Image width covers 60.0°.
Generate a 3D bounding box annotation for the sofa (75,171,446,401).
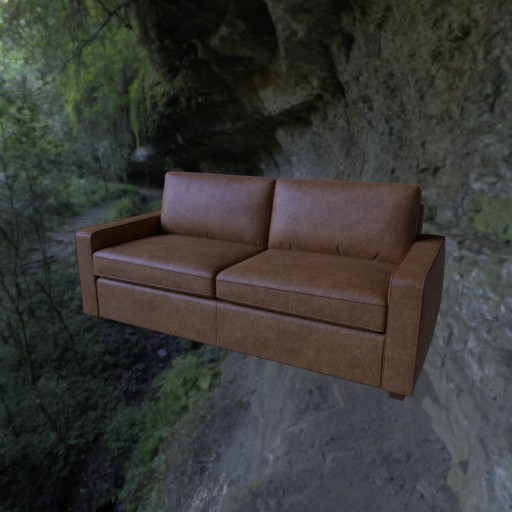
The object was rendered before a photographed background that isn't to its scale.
[{"bbox_3d":[0.000,0.000,2.774,2.156,0.928,0.991,8,18,26],"label":"sofa"}]
